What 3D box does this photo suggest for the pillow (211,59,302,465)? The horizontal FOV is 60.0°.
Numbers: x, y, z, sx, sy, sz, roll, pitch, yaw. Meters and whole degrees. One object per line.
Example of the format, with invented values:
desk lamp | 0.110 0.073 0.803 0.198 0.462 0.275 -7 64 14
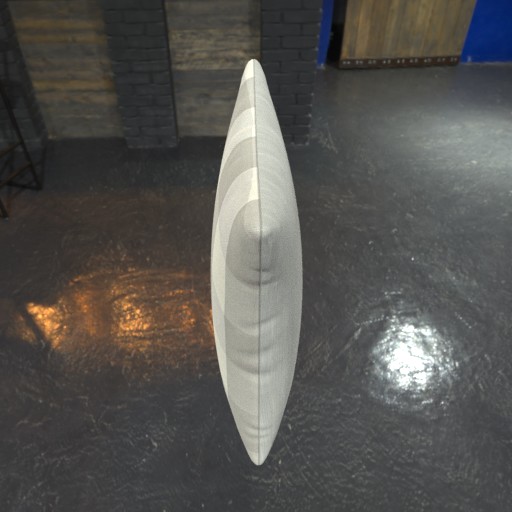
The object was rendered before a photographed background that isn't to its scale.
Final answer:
pillow | 0.000 0.000 0.779 0.161 0.509 0.511 -1 41 -1
